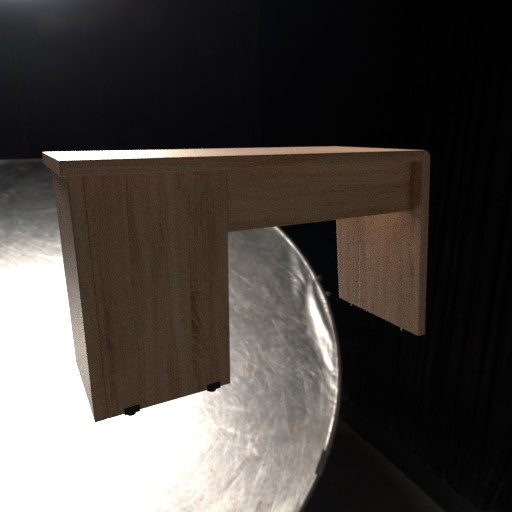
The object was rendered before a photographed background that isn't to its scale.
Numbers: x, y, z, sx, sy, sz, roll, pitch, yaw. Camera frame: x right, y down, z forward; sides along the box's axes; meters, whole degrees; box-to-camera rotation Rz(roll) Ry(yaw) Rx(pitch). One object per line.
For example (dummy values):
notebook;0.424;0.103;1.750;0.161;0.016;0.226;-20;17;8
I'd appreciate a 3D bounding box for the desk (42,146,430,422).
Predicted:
desk;0.000;0.000;1.622;1.300;0.750;0.500;-8;18;-28
